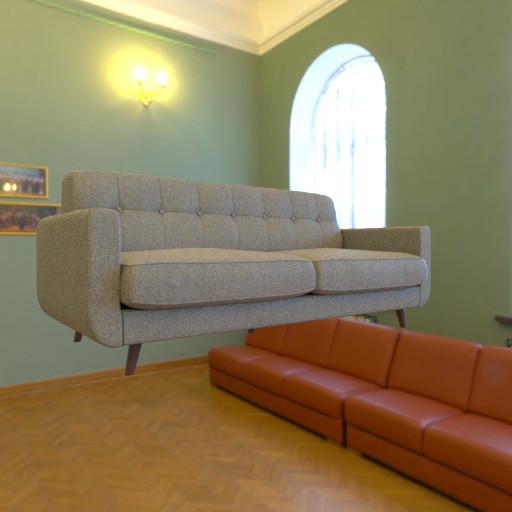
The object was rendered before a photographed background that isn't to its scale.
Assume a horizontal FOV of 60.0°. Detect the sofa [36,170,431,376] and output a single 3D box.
[{"bbox_3d":[0.000,0.000,2.458,2.055,0.873,0.968,-1,1,-36],"label":"sofa"}]
